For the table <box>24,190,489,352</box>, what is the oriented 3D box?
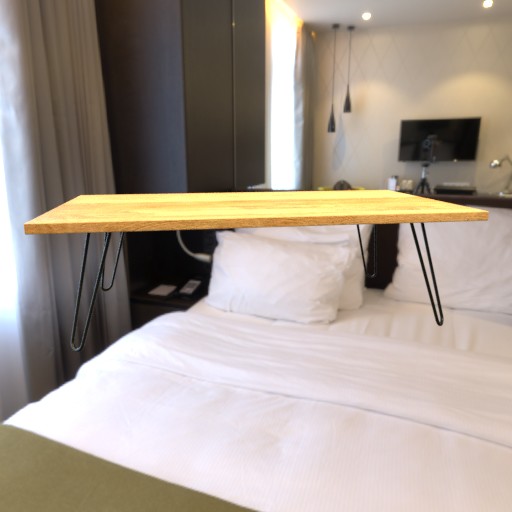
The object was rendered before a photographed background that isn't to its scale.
[{"bbox_3d":[0.000,0.000,1.646,1.348,0.400,0.699,-2,14,-9],"label":"table"}]
